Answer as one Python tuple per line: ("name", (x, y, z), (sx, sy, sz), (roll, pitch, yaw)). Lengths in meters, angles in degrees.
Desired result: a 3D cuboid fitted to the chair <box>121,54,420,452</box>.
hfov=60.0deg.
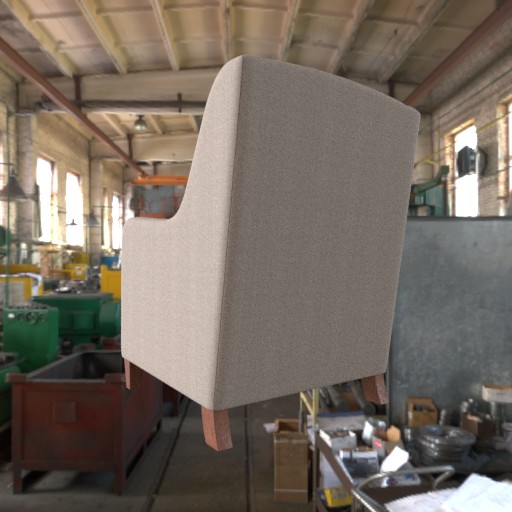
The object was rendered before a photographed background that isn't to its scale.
("chair", (0.000, 0.000, 1.599), (0.715, 1.017, 0.890), (0, -1, -35))
